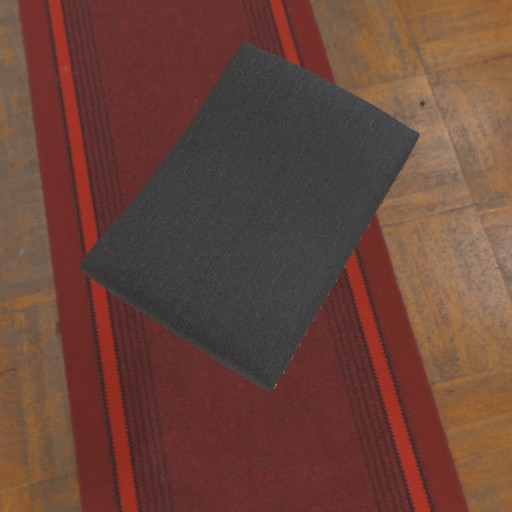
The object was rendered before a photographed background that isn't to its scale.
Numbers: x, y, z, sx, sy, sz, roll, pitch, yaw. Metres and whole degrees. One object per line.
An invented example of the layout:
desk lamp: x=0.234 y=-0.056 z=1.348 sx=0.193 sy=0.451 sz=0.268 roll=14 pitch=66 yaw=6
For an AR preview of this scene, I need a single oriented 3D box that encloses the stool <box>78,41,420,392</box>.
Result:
stool: x=0.000 y=0.000 z=1.033 sx=0.366 sy=0.760 sz=0.502 roll=31 pitch=78 yaw=8
